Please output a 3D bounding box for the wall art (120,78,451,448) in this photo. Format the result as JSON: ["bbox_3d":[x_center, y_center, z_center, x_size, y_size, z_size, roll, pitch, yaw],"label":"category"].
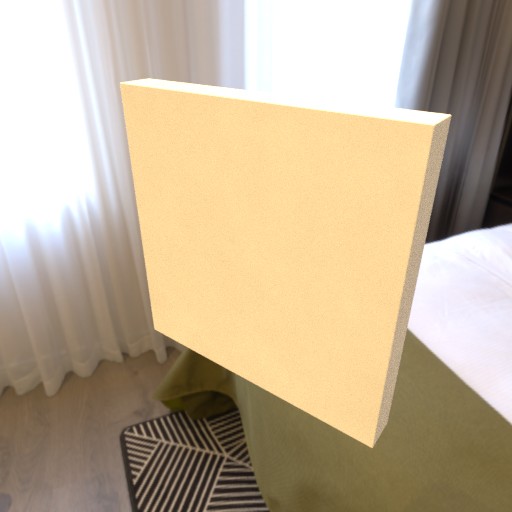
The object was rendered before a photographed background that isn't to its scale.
[{"bbox_3d":[0.000,0.000,0.443,0.305,0.305,0.038,20,35,31],"label":"wall art"}]
